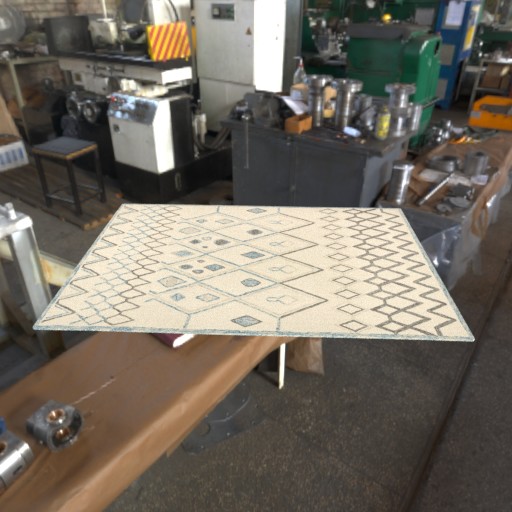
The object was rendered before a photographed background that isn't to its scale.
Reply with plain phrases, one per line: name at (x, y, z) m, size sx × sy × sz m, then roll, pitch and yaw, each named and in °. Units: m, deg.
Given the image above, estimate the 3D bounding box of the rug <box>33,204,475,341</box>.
rug at (0.000, 0.000, 2.357) m, size 1.820 × 0.009 × 1.260 m, roll 1°, pitch 31°, yaw 2°
